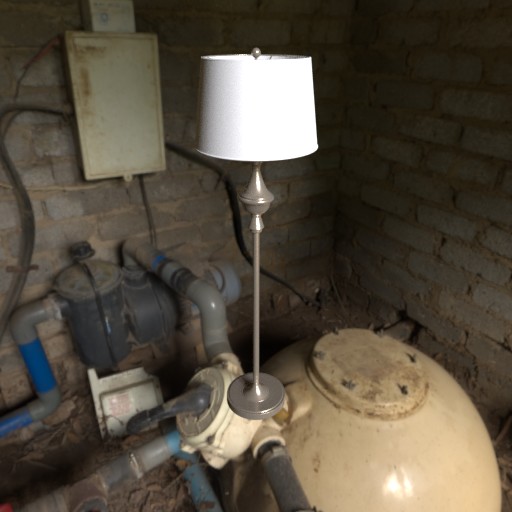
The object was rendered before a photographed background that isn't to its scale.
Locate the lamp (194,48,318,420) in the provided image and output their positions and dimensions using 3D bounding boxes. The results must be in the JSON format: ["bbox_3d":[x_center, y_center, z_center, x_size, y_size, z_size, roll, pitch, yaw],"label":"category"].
[{"bbox_3d":[0.000,0.000,1.748,0.431,1.488,0.431,0,27,0],"label":"lamp"}]
